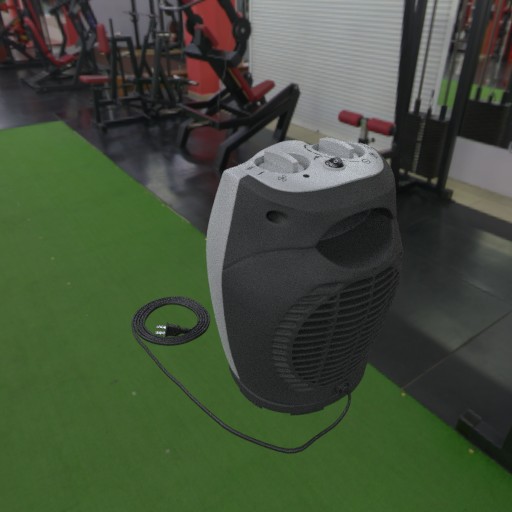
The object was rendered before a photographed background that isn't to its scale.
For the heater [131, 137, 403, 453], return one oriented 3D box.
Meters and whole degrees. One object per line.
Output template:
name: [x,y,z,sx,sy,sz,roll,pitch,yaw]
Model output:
heater: [0.000,0.000,0.472,0.239,0.255,0.291,-19,36,-28]
